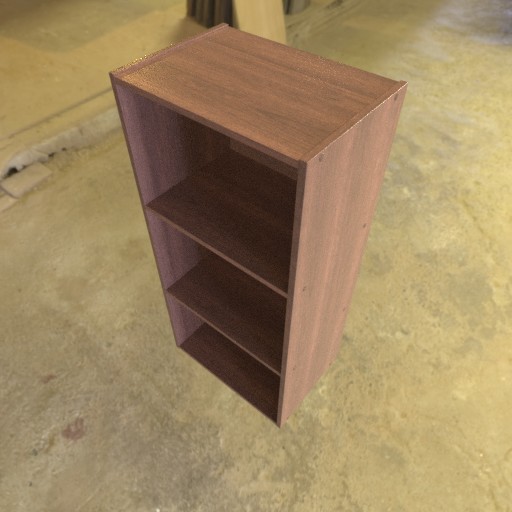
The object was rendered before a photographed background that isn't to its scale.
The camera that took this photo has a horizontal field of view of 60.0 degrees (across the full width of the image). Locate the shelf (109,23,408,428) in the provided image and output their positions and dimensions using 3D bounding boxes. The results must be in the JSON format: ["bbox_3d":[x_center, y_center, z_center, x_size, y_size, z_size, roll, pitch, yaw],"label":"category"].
[{"bbox_3d":[0.000,0.000,1.063,0.414,0.879,0.290,31,54,26],"label":"shelf"}]
